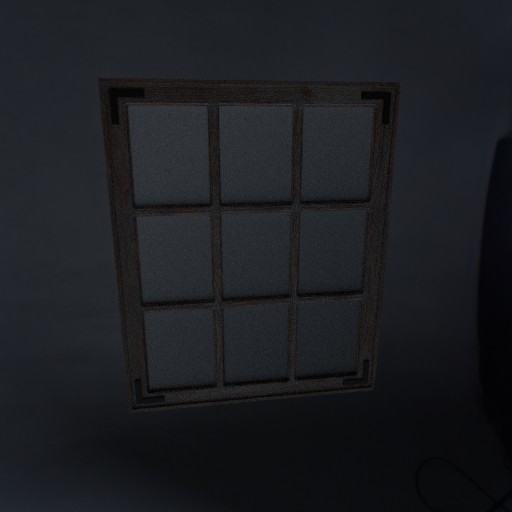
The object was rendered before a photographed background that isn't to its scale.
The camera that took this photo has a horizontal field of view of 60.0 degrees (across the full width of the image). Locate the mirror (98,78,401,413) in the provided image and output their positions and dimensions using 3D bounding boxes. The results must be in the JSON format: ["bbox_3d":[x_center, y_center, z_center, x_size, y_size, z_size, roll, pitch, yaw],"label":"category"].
[{"bbox_3d":[0.000,0.000,1.196,0.730,0.882,0.032,-3,17,-9],"label":"mirror"}]
